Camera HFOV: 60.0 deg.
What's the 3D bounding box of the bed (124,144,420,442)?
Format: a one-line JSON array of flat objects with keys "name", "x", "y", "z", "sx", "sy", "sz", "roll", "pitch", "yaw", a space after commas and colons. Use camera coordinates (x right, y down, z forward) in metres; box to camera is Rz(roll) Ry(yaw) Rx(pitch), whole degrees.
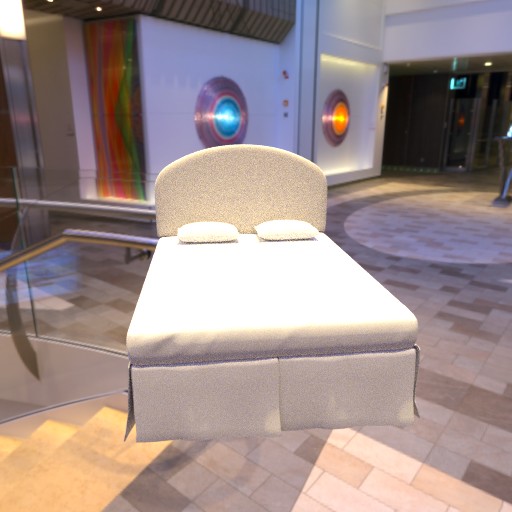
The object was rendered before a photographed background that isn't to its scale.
[{"name": "bed", "x": 0.000, "y": 0.000, "z": 3.078, "sx": 1.607, "sy": 1.410, "sz": 2.005, "roll": -2, "pitch": 17, "yaw": -7}]
